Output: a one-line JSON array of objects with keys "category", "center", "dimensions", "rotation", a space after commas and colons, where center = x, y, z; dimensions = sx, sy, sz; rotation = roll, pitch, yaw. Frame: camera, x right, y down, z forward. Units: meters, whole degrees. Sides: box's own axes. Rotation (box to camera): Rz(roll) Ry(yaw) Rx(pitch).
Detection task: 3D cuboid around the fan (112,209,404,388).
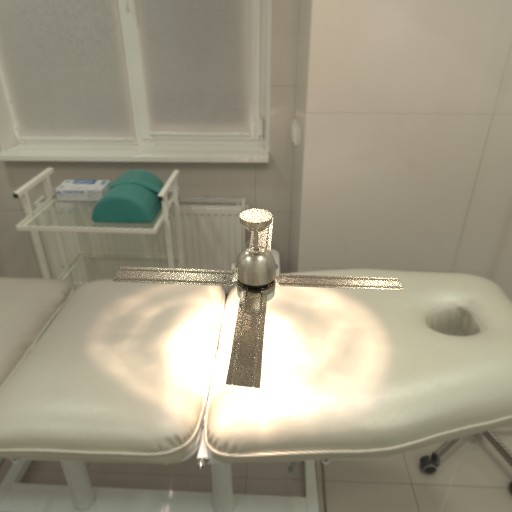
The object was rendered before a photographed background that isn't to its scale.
[{"category": "fan", "center": [0.000, 0.000, 2.025], "dimensions": [1.346, 0.406, 1.346], "rotation": [1, 30, 2]}]
